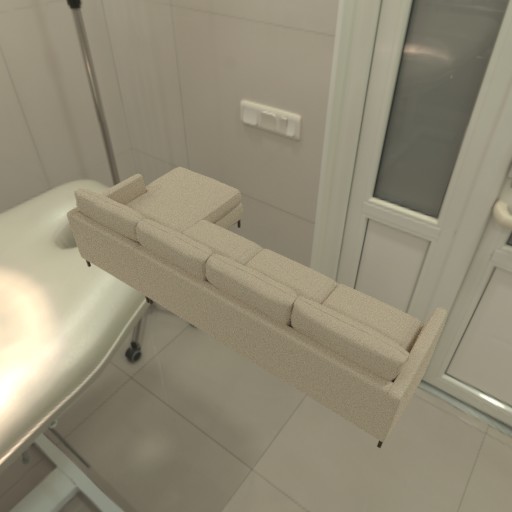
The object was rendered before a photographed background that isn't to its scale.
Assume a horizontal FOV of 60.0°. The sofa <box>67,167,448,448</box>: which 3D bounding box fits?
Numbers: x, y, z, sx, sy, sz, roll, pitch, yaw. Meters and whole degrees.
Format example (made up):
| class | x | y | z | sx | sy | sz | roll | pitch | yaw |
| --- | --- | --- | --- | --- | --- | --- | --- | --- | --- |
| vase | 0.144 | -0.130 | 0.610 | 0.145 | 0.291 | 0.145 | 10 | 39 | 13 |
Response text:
| class | x | y | z | sx | sy | sz | roll | pitch | yaw |
| --- | --- | --- | --- | --- | --- | --- | --- | --- | --- |
| sofa | 0.000 | 0.000 | 3.268 | 2.731 | 0.755 | 1.258 | 26 | 47 | 27 |
